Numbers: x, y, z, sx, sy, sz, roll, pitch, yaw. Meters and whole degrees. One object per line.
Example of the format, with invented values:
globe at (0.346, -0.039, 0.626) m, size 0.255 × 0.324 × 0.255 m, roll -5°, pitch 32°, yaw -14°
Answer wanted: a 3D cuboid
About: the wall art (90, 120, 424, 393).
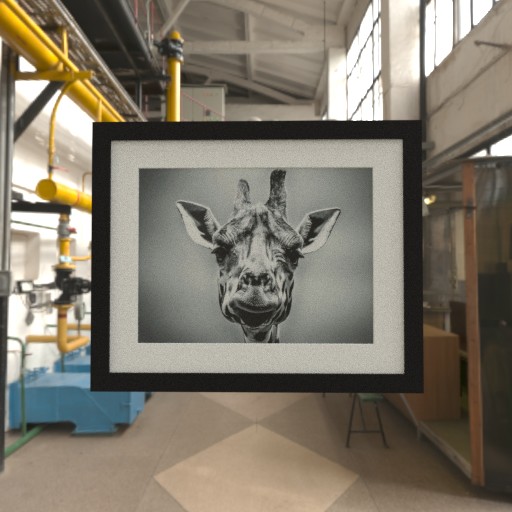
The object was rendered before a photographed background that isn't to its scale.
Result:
wall art at (0.000, 0.000, 0.761) m, size 0.558 × 0.457 × 0.031 m, roll 0°, pitch -1°, yaw 1°
